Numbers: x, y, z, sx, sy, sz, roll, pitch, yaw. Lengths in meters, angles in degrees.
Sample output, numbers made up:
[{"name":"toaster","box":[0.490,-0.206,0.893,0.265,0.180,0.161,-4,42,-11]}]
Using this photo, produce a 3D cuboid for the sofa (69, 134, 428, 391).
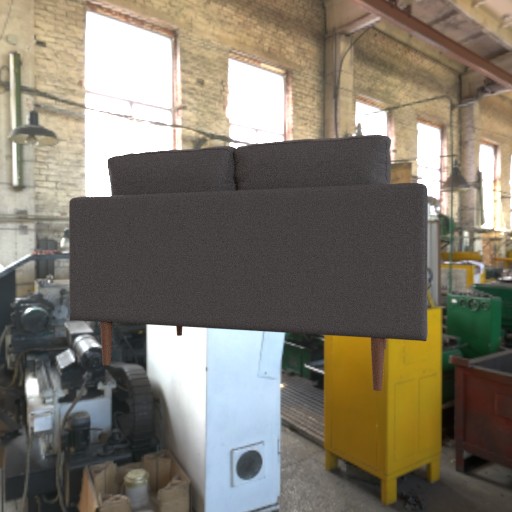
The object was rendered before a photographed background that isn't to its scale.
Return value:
[{"name":"sofa","box":[0.000,0.000,2.032,1.430,0.908,0.796,0,1,18]}]
